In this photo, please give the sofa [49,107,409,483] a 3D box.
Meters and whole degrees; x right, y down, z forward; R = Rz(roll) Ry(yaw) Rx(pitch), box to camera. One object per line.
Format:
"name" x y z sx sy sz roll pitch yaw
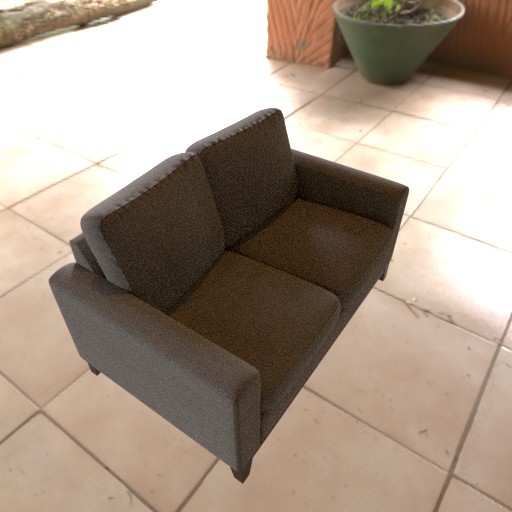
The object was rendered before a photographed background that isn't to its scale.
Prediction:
"sofa" 0.000 0.000 1.991 0.917 0.873 1.420 25 47 26
